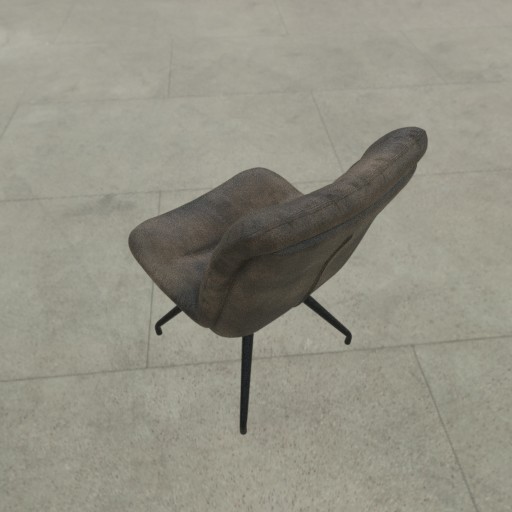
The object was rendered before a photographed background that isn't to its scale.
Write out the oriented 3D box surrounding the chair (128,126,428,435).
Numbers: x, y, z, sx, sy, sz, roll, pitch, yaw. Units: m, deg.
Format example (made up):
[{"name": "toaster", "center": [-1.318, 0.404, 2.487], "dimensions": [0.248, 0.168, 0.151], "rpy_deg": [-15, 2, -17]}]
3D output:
[{"name": "chair", "center": [0.000, 0.000, 1.248], "dimensions": [0.549, 0.870, 0.622], "rpy_deg": [-32, 54, -27]}]
